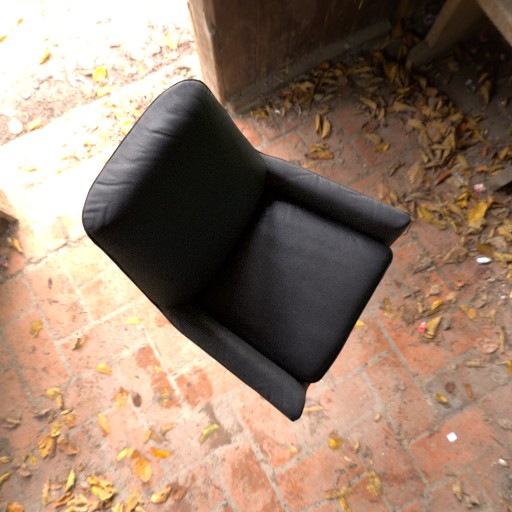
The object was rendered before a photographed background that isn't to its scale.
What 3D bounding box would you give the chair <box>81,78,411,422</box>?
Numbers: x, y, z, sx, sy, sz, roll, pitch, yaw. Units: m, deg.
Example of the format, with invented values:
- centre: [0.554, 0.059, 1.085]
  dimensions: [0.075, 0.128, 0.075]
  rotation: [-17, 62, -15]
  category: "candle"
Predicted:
- centre: [0.000, 0.000, 1.517]
  dimensions: [0.822, 0.888, 0.787]
  rotation: [31, 80, 6]
  category: "chair"
